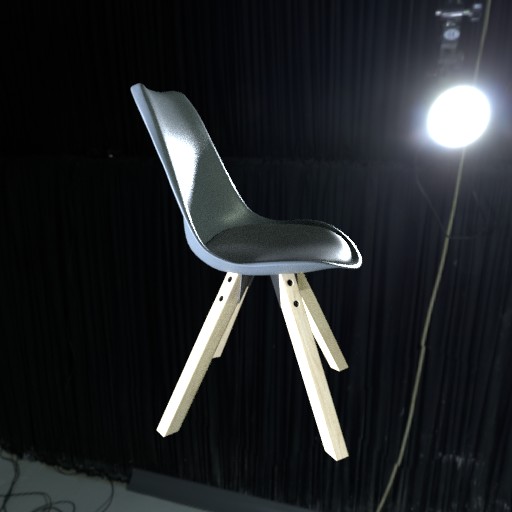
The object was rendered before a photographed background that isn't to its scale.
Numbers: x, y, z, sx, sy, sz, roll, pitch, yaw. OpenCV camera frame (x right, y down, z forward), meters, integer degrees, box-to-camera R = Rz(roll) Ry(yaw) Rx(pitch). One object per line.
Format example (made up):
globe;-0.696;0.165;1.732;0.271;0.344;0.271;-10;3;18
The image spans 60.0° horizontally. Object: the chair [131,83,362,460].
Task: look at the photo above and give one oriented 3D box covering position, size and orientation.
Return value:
chair;0.000;0.000;1.181;0.550;0.850;0.485;3;16;11
